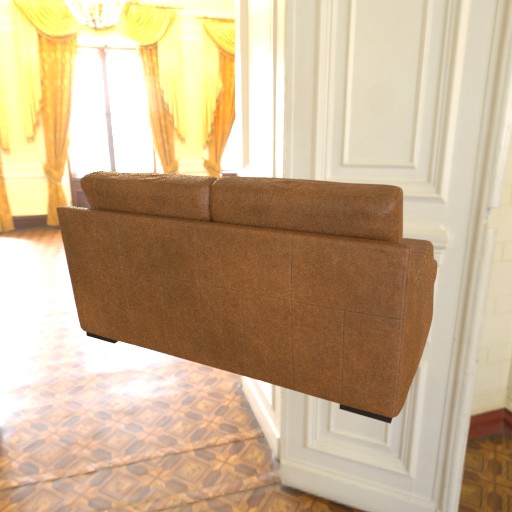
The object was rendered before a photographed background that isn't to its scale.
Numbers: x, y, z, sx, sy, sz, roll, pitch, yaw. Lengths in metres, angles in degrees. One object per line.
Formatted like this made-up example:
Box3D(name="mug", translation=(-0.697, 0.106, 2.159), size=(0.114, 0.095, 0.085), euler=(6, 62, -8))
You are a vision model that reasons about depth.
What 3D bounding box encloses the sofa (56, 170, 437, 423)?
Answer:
Box3D(name="sofa", translation=(0.000, 0.000, 2.490), size=(1.880, 0.966, 1.144), euler=(8, 18, 26))
